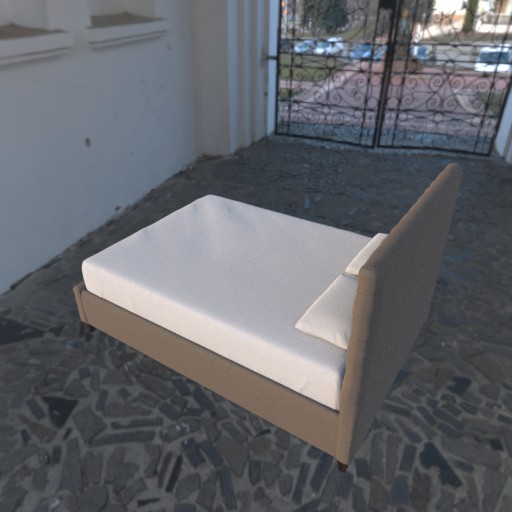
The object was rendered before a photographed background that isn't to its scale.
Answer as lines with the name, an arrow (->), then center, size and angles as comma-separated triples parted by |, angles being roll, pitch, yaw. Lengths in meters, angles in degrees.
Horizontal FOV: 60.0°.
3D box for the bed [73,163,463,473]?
bed -> 0.000, 0.000, 3.395 | 2.387, 1.427, 1.698 | 19, 36, 28
